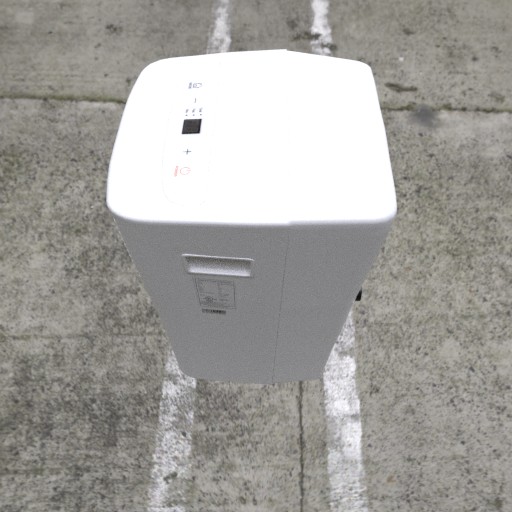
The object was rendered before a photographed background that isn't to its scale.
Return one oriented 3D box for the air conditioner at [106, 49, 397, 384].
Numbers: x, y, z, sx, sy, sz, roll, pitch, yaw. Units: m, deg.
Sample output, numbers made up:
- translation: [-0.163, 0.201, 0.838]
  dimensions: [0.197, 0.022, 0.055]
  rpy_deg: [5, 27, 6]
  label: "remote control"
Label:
- translation: [0.000, 0.000, 0.791]
  dimensions: [0.349, 0.606, 0.304]
  rpy_deg: [1, 58, 1]
  label: "air conditioner"
